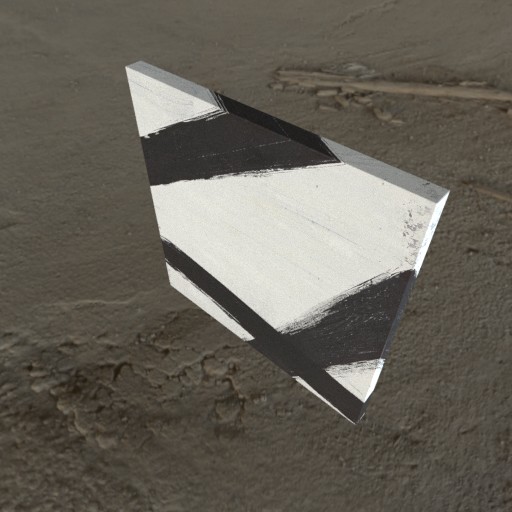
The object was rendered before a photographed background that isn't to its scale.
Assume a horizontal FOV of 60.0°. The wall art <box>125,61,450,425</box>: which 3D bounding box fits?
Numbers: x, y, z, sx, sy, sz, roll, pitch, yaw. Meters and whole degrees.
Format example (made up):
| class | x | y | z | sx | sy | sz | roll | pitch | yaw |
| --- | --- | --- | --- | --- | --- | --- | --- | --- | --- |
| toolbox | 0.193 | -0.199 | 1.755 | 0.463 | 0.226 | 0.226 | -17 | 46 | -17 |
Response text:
| class | x | y | z | sx | sy | sz | roll | pitch | yaw |
| --- | --- | --- | --- | --- | --- | --- | --- | --- | --- |
| wall art | 0.000 | 0.000 | 1.126 | 0.765 | 0.765 | 0.046 | 32 | 53 | 28 |
